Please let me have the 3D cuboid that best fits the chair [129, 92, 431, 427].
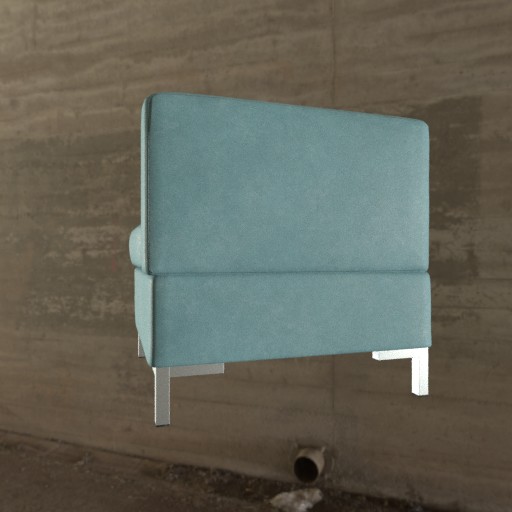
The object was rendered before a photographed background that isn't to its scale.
[{"bbox_3d":[0.000,0.000,1.248,0.680,0.660,0.680,0,0,-18],"label":"chair"}]
